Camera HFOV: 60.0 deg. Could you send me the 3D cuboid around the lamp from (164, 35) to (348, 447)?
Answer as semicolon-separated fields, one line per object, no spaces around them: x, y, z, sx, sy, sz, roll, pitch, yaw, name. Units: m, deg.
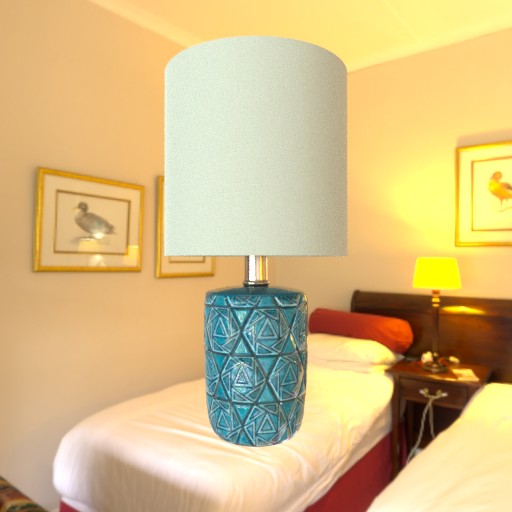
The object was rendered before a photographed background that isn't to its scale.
0.000;0.000;0.475;0.193;0.377;0.193;0;0;0;lamp
